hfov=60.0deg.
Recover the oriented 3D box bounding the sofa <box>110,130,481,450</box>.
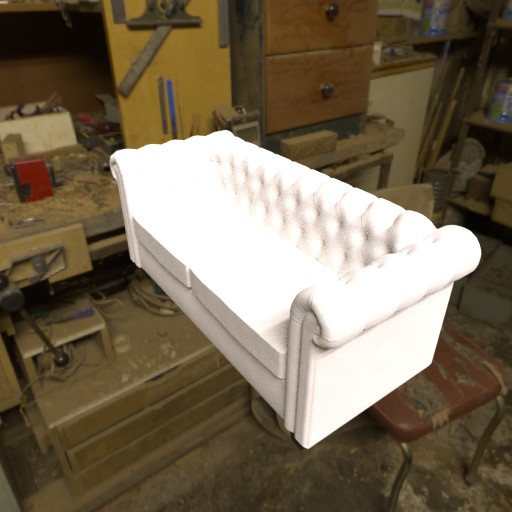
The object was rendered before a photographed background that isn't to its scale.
[{"bbox_3d":[0.000,0.000,2.223,0.771,0.796,1.798,-20,37,-30],"label":"sofa"}]
